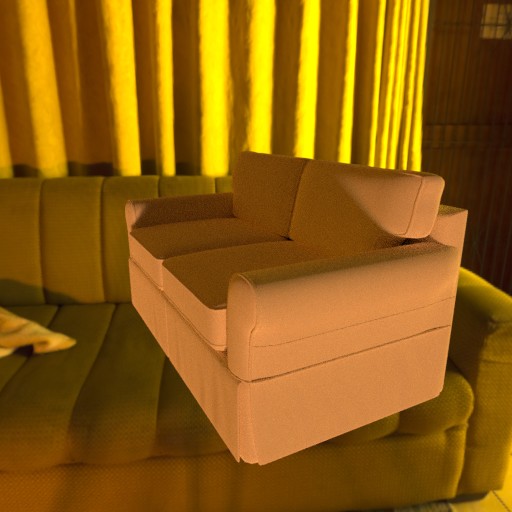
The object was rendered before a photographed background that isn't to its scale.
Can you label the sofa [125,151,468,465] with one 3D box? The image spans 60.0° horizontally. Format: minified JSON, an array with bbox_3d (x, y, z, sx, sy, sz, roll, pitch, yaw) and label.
[{"bbox_3d":[0.000,0.000,2.241,0.991,0.940,1.727,-9,19,-26],"label":"sofa"}]
